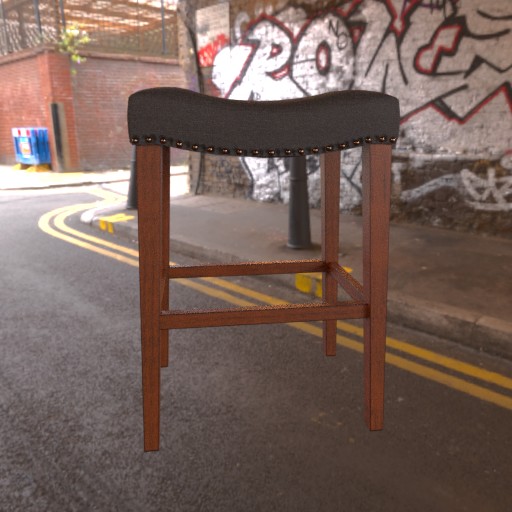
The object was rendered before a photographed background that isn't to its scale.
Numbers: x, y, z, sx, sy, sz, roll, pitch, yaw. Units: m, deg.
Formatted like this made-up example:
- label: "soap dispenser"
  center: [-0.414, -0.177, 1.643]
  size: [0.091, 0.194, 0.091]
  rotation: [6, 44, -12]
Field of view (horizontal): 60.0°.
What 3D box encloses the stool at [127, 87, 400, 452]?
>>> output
- label: "stool"
  center: [0.000, 0.000, 0.875]
  size: [0.439, 0.612, 0.320]
  rotation: [-2, 16, -7]
